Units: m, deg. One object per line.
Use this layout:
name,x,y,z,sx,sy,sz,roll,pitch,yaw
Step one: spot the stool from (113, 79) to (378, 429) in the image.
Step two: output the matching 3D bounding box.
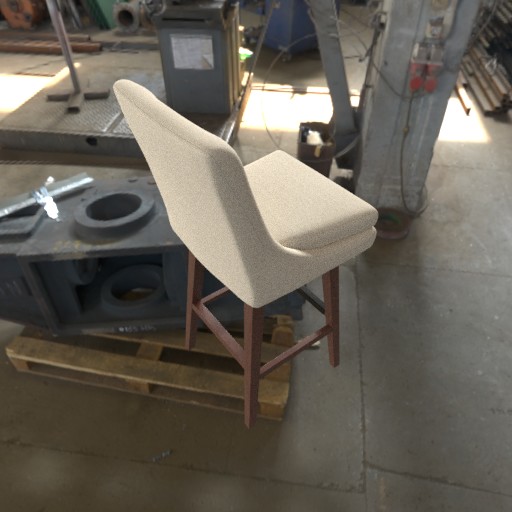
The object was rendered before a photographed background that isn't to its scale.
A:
stool,0.000,0.000,1.395,0.559,1.093,0.483,-27,48,-27
